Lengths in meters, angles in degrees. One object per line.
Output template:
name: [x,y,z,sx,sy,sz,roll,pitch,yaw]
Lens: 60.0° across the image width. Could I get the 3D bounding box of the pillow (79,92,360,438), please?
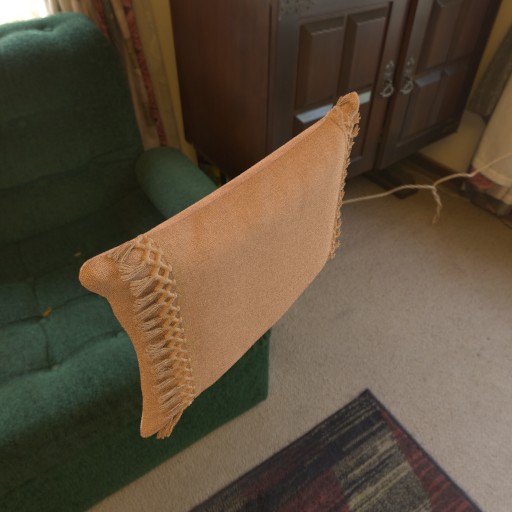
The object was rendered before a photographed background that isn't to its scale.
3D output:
pillow: [0.000,0.000,0.594,0.084,0.305,0.466,28,49,27]
